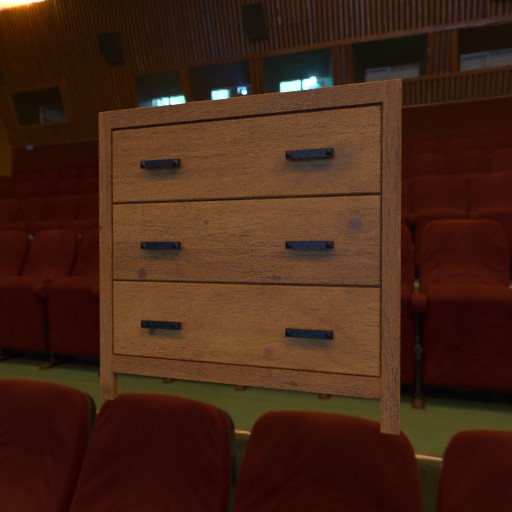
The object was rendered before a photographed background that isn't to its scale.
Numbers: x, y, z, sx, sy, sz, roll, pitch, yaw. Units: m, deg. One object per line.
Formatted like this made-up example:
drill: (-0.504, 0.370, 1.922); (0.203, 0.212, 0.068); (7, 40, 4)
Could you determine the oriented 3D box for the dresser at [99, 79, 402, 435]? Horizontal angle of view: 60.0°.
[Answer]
dresser: (0.000, 0.000, 1.298); (0.804, 0.804, 0.427); (0, 1, 18)
